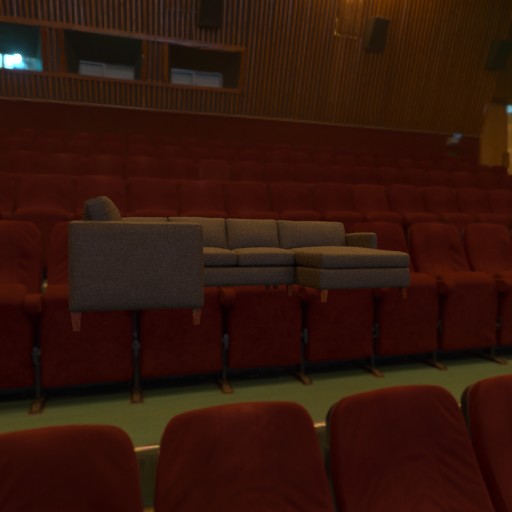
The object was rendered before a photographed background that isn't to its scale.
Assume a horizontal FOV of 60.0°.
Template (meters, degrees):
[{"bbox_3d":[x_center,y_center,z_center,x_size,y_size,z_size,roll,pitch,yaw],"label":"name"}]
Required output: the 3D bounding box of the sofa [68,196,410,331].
[{"bbox_3d":[0.000,0.000,4.690,3.460,0.961,2.594,0,1,-17],"label":"sofa"}]
